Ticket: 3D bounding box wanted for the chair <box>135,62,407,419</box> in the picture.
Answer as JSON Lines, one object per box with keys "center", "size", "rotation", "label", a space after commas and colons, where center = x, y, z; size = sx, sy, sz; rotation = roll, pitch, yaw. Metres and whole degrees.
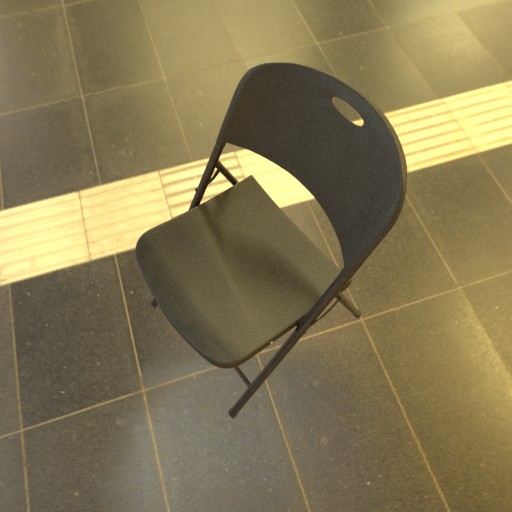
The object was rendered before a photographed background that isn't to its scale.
{"center": [0.000, 0.000, 1.187], "size": [0.566, 0.810, 0.494], "rotation": [-35, 68, -16], "label": "chair"}
